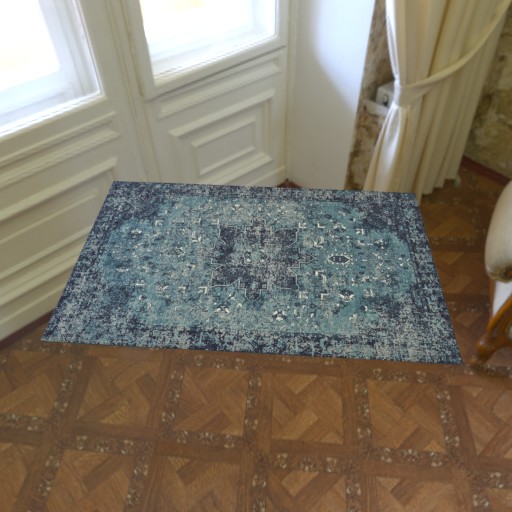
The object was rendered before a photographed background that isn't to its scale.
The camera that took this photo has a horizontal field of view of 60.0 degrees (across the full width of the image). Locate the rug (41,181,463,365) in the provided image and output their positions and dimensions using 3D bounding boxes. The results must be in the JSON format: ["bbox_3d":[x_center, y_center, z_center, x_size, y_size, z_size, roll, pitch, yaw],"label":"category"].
[{"bbox_3d":[0.000,0.000,3.064,2.440,0.007,1.525,3,47,2],"label":"rug"}]
